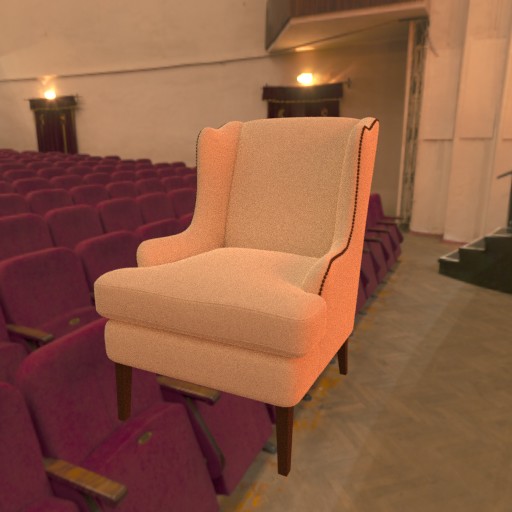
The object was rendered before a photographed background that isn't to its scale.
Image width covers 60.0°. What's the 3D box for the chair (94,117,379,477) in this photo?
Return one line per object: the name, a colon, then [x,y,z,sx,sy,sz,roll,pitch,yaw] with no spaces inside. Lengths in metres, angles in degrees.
chair: [0.000,0.000,1.650,0.737,1.029,0.940,7,15,25]
